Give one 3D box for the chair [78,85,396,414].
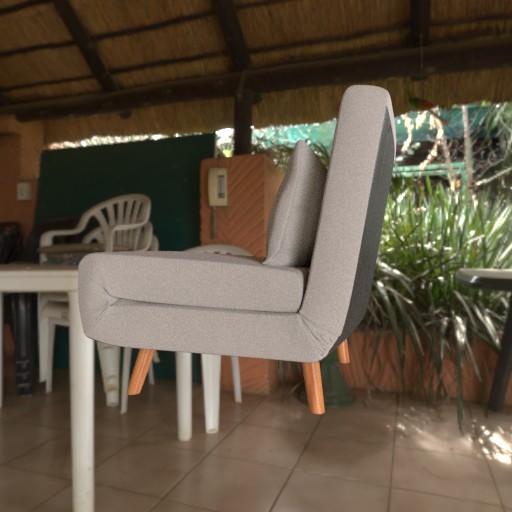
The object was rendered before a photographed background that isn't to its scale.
[{"bbox_3d":[0.000,0.000,1.497,0.902,0.808,0.770,0,0,18],"label":"chair"}]
